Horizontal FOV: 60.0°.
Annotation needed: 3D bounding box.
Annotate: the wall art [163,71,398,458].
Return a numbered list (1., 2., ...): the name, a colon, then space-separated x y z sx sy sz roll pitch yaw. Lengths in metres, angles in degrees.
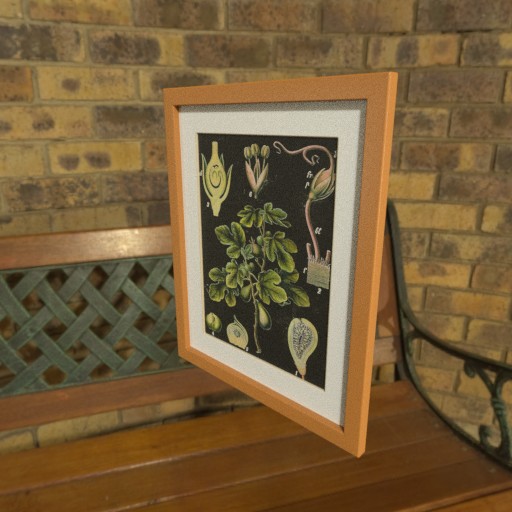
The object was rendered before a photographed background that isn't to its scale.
1. wall art: 0.000 0.000 0.518 0.310 0.379 0.015 16 23 41
